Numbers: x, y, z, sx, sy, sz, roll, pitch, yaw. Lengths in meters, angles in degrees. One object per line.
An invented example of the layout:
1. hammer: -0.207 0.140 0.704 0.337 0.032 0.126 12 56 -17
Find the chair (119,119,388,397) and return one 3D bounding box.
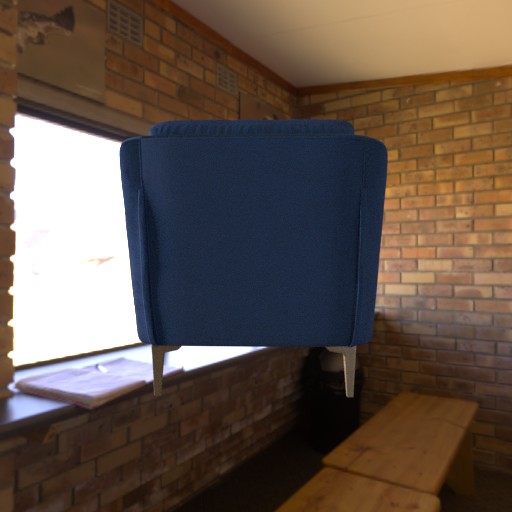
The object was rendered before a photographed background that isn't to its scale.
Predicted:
1. chair: 0.000 0.000 1.728 0.987 0.899 0.961 0 -1 2
